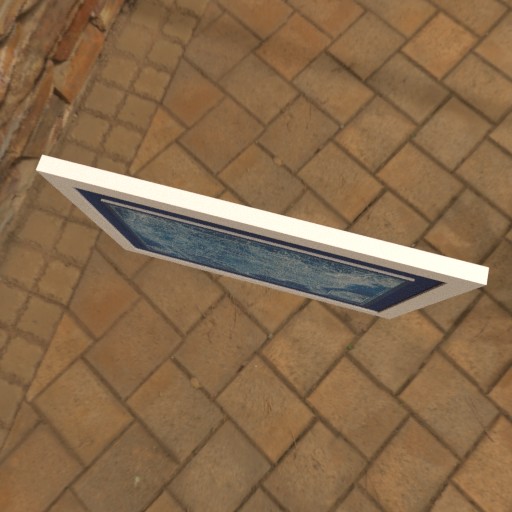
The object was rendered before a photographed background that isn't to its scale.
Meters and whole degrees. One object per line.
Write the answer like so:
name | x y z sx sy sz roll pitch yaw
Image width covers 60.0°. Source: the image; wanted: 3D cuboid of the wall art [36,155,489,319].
wall art | 0.000 0.000 1.687 1.308 0.902 0.051 15 76 4
